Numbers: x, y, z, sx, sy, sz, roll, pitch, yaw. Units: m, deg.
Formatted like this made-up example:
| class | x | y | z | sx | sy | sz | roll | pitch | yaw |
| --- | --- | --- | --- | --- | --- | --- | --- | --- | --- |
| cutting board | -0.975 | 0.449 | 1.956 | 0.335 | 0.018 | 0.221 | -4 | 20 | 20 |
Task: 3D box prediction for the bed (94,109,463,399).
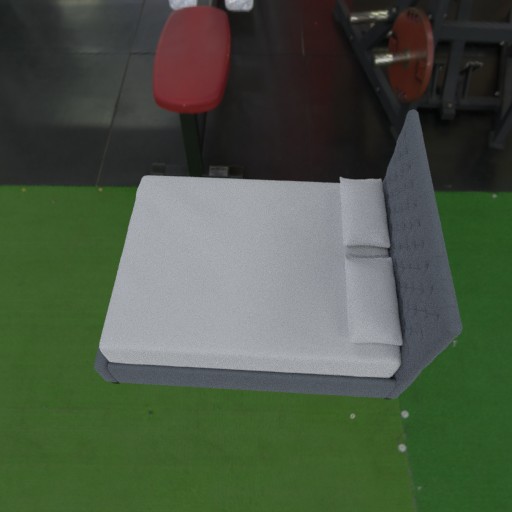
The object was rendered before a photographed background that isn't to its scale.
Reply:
| class | x | y | z | sx | sy | sz | roll | pitch | yaw |
| --- | --- | --- | --- | --- | --- | --- | --- | --- | --- |
| bed | 0.000 | 0.000 | 3.312 | 2.231 | 1.427 | 1.698 | 3 | 58 | 2 |
